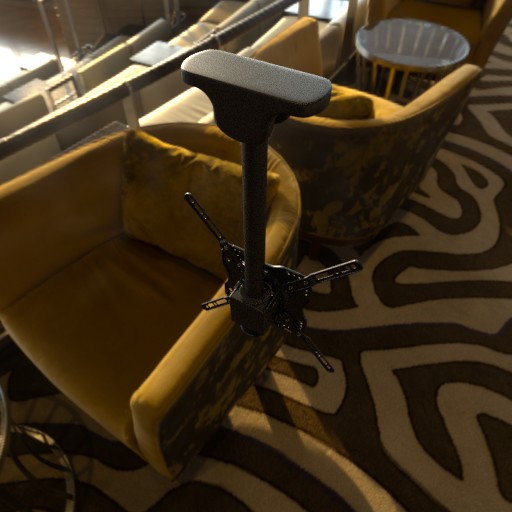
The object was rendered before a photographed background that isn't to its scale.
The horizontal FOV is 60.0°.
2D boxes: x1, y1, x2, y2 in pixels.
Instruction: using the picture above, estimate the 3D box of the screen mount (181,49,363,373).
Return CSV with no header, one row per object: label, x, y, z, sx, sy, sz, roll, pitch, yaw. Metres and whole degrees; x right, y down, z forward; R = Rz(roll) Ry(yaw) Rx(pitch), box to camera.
screen mount,0.000,0.000,0.860,0.393,0.729,0.090,23,52,20
